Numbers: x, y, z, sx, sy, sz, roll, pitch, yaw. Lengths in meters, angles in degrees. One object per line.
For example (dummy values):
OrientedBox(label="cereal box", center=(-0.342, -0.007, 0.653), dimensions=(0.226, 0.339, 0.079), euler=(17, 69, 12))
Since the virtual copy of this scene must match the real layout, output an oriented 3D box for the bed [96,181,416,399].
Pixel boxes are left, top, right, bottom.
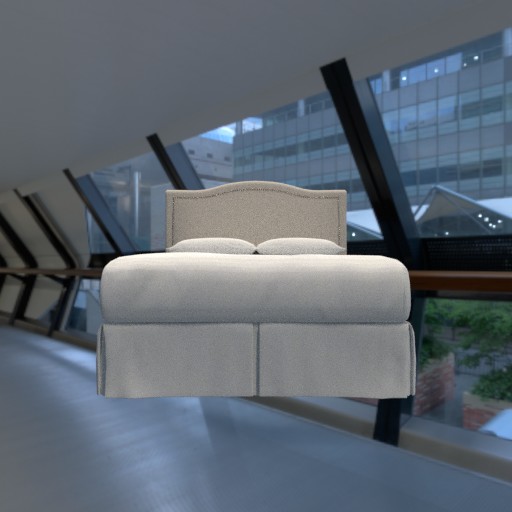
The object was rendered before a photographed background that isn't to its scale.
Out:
OrientedBox(label="bed", center=(0.000, 0.000, 3.301), dimensions=(1.753, 1.460, 2.143), euler=(0, 0, 0))
